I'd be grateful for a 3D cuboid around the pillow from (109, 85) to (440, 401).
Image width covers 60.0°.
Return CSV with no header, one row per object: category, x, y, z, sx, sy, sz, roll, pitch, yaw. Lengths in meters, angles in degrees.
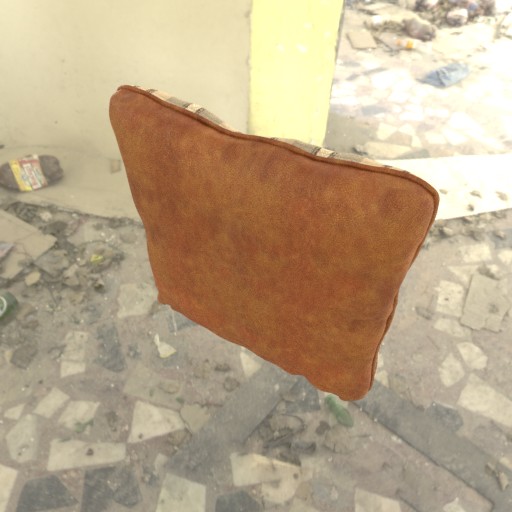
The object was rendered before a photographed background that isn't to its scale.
pillow,0.000,0.000,0.737,0.489,0.490,0.130,24,50,21
